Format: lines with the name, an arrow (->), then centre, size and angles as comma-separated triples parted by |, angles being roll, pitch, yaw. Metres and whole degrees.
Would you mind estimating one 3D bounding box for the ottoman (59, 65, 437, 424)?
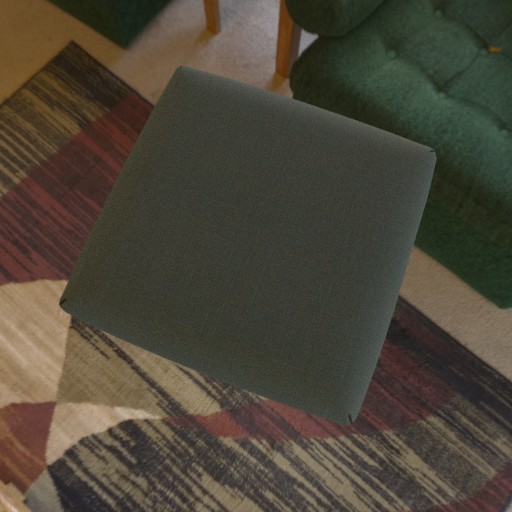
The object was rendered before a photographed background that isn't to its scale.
ottoman -> 0.000, 0.000, 0.914 | 0.507, 0.475, 0.497 | 21, 76, 5
